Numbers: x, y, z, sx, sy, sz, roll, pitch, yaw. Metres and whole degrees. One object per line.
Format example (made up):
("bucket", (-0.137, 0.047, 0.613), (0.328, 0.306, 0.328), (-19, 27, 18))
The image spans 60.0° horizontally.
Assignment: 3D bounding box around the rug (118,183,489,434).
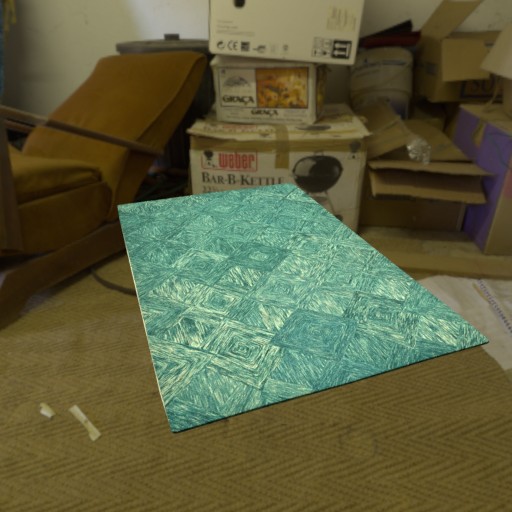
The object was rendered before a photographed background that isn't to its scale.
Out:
("rug", (0.000, 0.000, 2.098), (1.136, 0.017, 1.728), (-10, 31, -17))
